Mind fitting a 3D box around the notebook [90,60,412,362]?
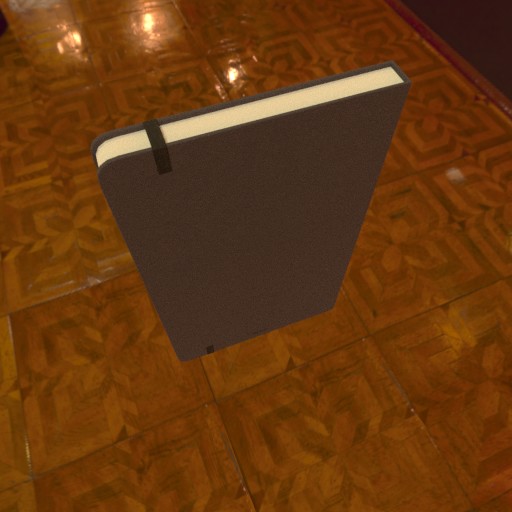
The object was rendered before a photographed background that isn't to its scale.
[{"bbox_3d":[0.000,0.000,0.258,0.127,0.213,0.016,-18,60,-11],"label":"notebook"}]
